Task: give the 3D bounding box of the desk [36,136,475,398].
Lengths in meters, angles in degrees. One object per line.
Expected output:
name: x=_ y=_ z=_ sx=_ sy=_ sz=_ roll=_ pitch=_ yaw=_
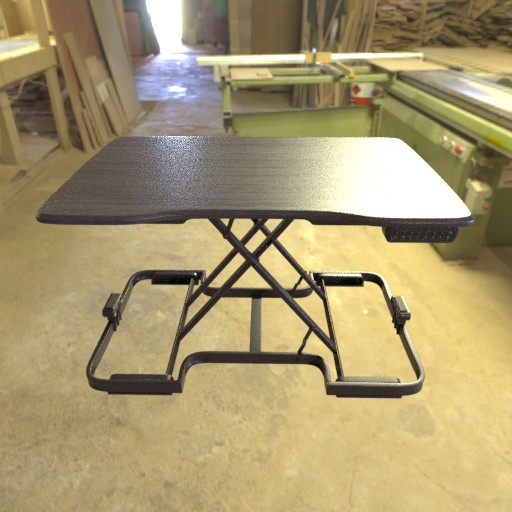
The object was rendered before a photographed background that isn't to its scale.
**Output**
desk: x=0.000 y=0.000 z=1.136 sx=0.820 sy=0.470 sz=0.546 roll=1 pitch=30 yaw=1
